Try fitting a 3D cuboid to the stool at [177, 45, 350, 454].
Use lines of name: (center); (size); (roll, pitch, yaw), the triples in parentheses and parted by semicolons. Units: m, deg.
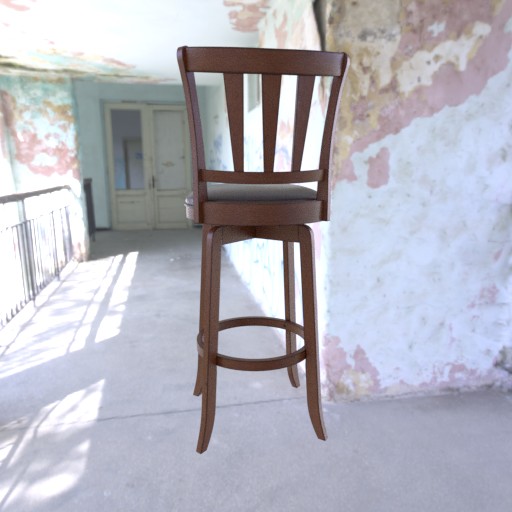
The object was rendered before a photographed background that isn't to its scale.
stool: (0.000, 0.000, 1.443); (0.464, 1.177, 0.503); (-2, 12, -9)
